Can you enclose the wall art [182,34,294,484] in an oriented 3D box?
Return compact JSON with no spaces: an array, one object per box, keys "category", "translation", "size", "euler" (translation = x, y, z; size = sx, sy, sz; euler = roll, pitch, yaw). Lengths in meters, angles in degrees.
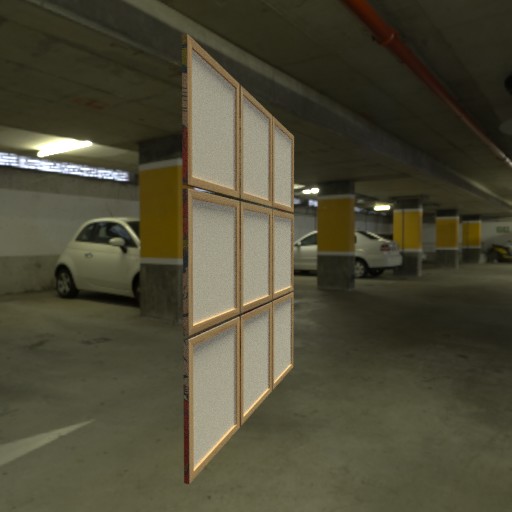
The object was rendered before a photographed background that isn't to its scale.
[{"category":"wall art","translation":[0.000,0.000,1.328],"size":[0.013,0.913,0.904],"euler":[1,2,18]}]
